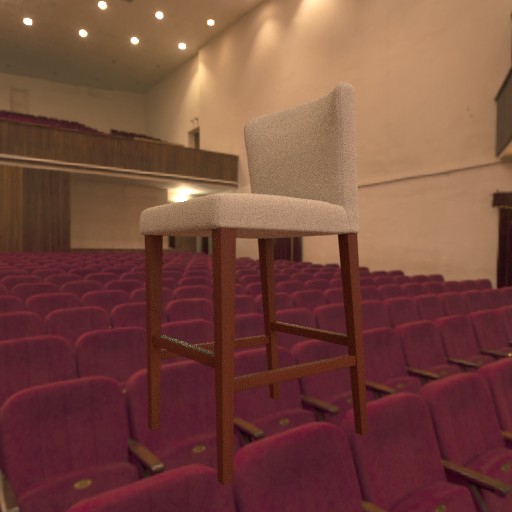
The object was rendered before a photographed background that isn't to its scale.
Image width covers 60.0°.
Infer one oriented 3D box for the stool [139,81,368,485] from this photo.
[{"bbox_3d":[0.000,0.000,1.357,0.568,1.069,0.481,0,0,-37],"label":"stool"}]
